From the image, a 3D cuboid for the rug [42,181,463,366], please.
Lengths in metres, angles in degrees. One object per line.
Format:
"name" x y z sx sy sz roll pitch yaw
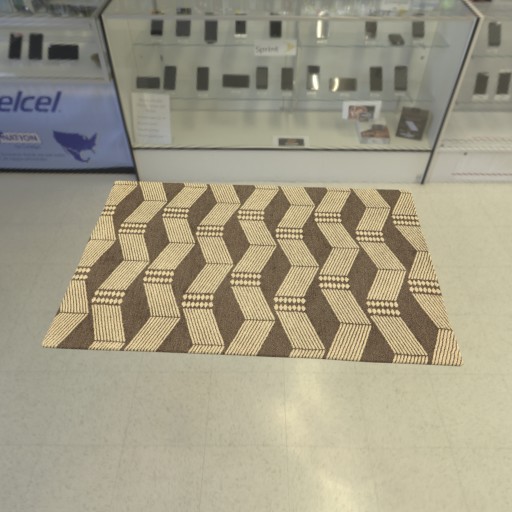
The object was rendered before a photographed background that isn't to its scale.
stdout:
"rug" 0.000 0.000 2.333 1.833 0.016 1.210 2 46 2
